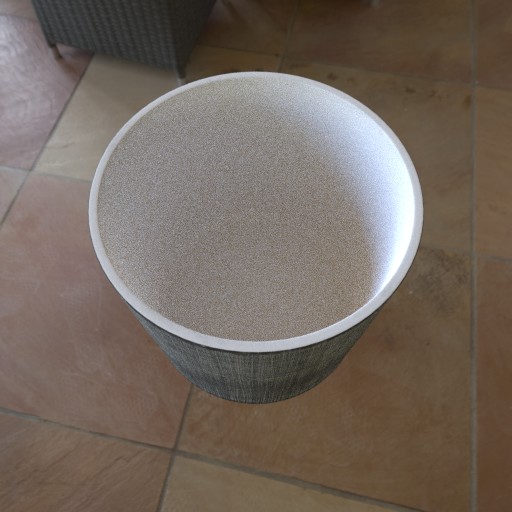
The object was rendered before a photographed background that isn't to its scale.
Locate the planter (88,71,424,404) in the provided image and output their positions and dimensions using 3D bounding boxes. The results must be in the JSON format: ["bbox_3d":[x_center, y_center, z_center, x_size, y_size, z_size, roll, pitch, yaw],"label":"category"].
[{"bbox_3d":[0.000,0.000,0.385,0.221,0.201,0.221,0,63,0],"label":"planter"}]
